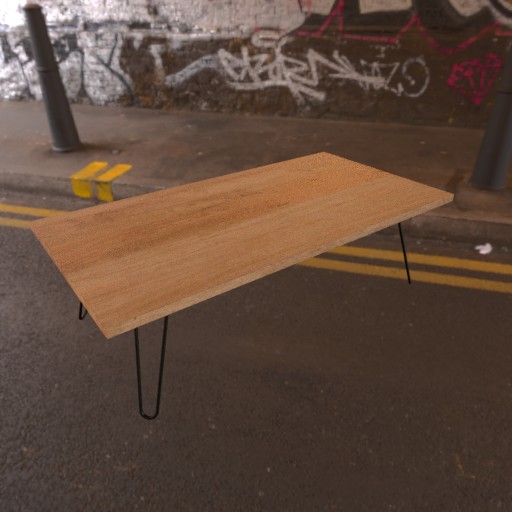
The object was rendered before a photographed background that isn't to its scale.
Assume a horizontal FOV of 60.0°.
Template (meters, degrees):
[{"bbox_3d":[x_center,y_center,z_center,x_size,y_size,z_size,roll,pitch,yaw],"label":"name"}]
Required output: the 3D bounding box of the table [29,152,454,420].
[{"bbox_3d":[0.000,0.000,1.667,1.348,0.400,0.699,-20,35,-31],"label":"table"}]
